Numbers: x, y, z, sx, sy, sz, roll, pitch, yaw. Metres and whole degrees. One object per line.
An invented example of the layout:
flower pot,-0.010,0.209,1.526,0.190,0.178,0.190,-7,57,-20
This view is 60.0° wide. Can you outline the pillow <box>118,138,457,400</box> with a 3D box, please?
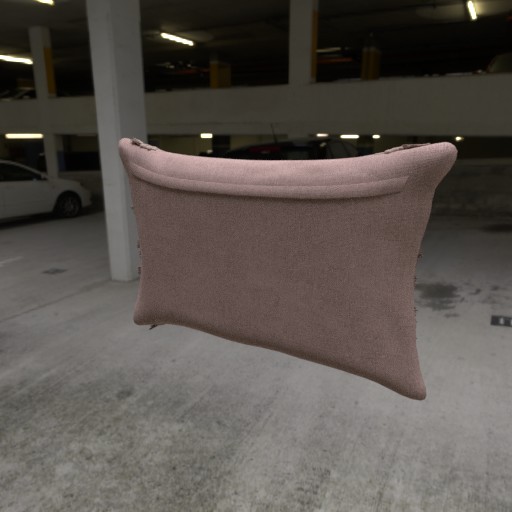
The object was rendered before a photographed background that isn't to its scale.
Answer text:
pillow,0.000,0.000,0.596,0.466,0.305,0.084,8,17,27
